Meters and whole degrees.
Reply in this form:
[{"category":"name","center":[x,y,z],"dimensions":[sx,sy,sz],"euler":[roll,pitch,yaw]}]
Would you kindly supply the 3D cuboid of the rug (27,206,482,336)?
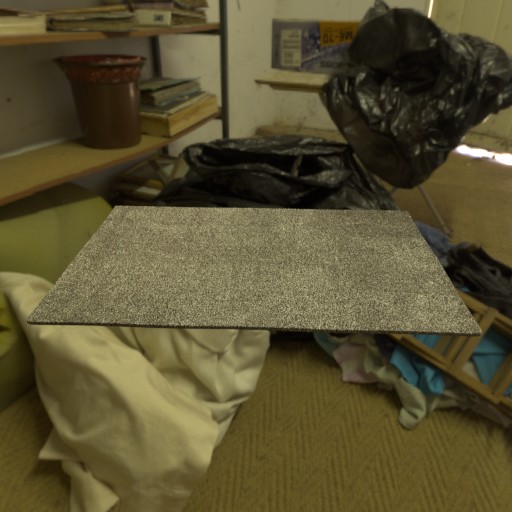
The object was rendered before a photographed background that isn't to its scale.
[{"category":"rug","center":[0.000,0.000,2.916],"dimensions":[2.352,0.025,1.501],"euler":[1,30,2]}]
